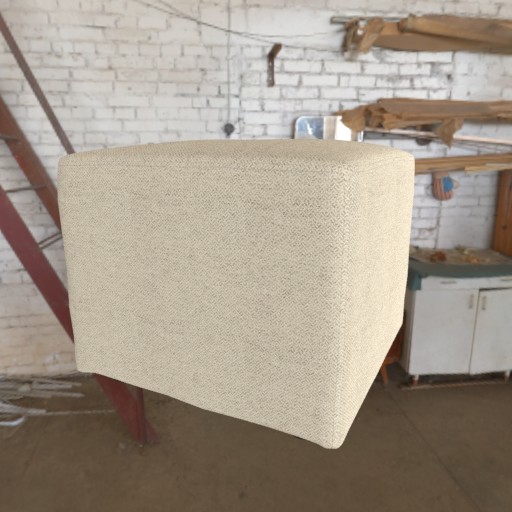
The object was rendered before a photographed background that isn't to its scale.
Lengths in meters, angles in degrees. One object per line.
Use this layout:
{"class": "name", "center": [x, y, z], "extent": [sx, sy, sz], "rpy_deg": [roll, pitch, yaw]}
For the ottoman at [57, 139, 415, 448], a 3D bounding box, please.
{"class": "ottoman", "center": [0.000, 0.000, 0.888], "extent": [0.521, 0.453, 0.512], "rpy_deg": [7, 16, 26]}
